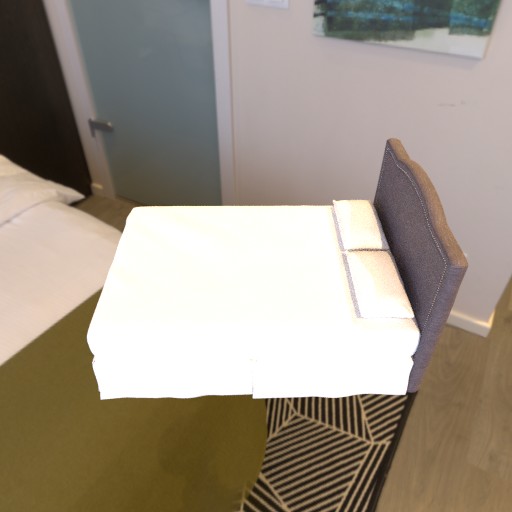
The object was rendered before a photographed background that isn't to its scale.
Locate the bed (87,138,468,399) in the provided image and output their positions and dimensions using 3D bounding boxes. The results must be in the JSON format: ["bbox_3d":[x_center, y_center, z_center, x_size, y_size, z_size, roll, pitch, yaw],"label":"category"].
[{"bbox_3d":[0.000,0.000,3.629,2.507,1.441,1.741,0,40,0],"label":"bed"}]
